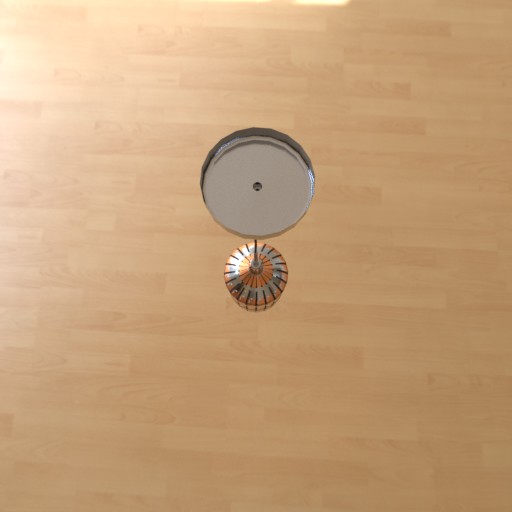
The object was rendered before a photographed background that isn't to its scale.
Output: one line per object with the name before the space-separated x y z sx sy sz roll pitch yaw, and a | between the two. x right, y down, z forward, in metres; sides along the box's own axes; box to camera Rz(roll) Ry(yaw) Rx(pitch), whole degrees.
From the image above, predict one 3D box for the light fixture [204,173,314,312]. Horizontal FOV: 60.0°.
light fixture | 0.000 0.000 1.704 0.303 1.535 0.303 0 78 0
